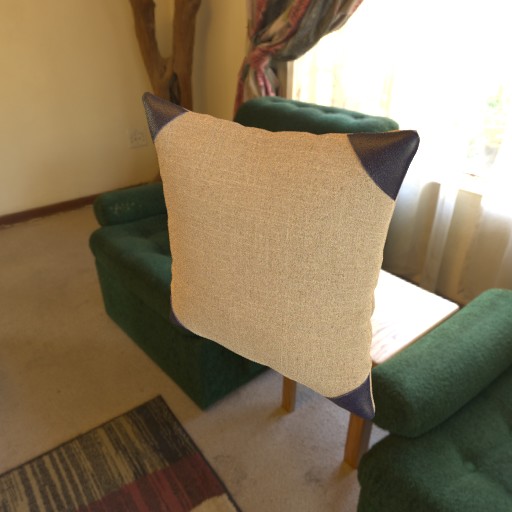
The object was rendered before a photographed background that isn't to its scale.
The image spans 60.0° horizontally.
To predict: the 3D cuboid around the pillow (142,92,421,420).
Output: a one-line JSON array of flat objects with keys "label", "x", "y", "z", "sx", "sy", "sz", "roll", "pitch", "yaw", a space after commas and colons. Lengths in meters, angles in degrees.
[{"label": "pillow", "x": 0.000, "y": 0.000, "z": 0.685, "sx": 0.440, "sy": 0.441, "sz": 0.147, "roll": 19, "pitch": 34, "yaw": 30}]
